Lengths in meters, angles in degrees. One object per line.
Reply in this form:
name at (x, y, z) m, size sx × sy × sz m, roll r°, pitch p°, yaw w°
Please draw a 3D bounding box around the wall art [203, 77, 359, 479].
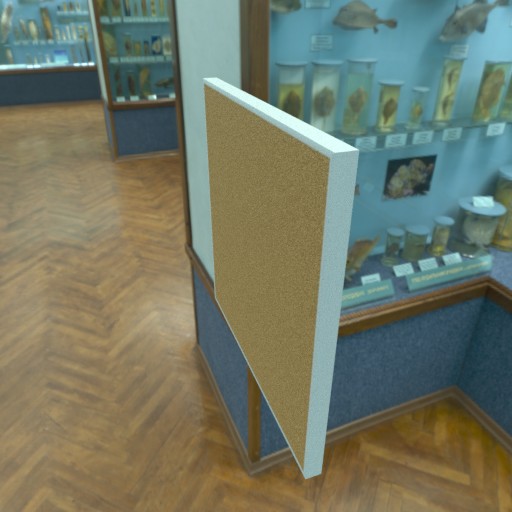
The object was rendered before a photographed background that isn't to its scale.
wall art at (0.000, 0.000, 1.149) m, size 0.041 × 0.765 × 0.768 m, roll -10°, pitch 31°, yaw -17°
